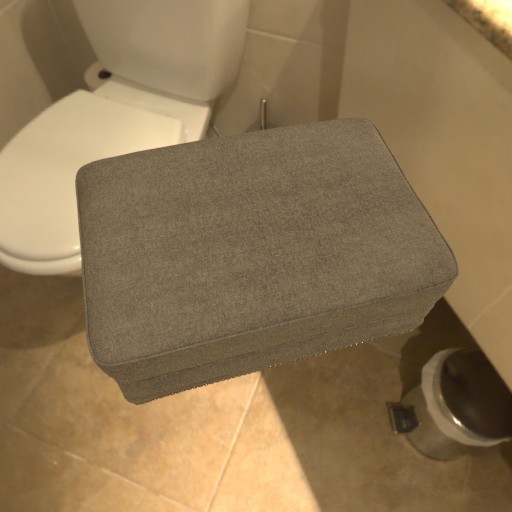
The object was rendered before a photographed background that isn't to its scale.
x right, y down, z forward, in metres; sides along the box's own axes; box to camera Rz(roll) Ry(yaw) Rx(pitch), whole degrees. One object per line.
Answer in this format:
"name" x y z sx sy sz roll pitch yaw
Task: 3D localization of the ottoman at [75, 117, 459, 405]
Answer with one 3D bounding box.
"ottoman" 0.000 0.000 1.180 0.813 0.457 0.561 -13 60 -8
